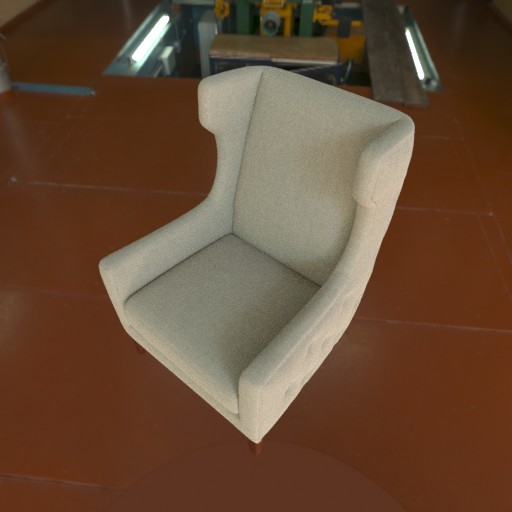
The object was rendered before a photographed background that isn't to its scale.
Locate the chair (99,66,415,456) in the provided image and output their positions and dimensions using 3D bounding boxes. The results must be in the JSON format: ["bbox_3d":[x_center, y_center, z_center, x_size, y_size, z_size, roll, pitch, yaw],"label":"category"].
[{"bbox_3d":[0.000,0.000,1.669,0.778,1.079,0.899,31,54,27],"label":"chair"}]
